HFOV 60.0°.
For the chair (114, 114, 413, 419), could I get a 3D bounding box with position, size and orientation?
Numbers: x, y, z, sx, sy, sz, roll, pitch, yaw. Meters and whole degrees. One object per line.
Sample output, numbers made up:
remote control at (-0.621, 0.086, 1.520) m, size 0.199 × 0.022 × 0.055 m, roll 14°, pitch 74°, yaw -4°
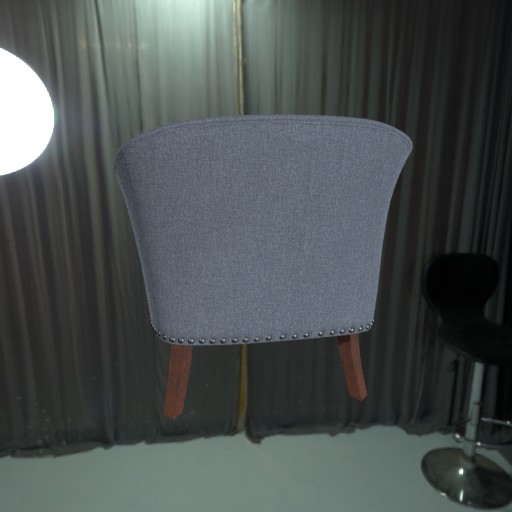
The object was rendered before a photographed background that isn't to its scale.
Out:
chair at (0.000, 0.000, 1.415) m, size 0.798 × 0.815 × 0.704 m, roll -2°, pitch 14°, yaw -9°
